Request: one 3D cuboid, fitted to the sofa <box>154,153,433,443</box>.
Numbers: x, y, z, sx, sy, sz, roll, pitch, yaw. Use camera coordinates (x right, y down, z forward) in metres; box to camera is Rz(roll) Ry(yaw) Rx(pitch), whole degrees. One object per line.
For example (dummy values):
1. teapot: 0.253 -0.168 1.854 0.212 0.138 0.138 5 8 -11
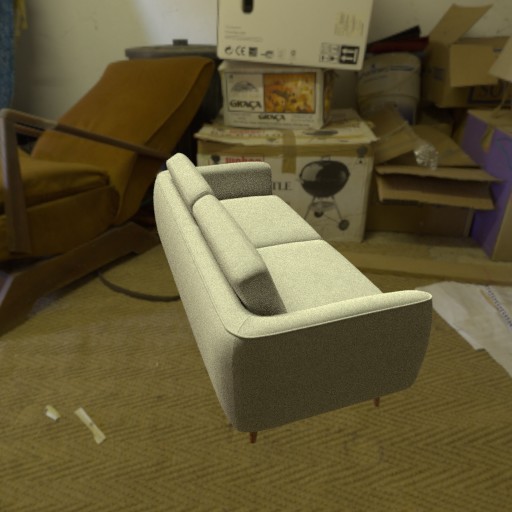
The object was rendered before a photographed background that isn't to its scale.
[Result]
1. sofa: 0.000 0.000 2.521 0.920 0.850 2.000 -9 30 -17
